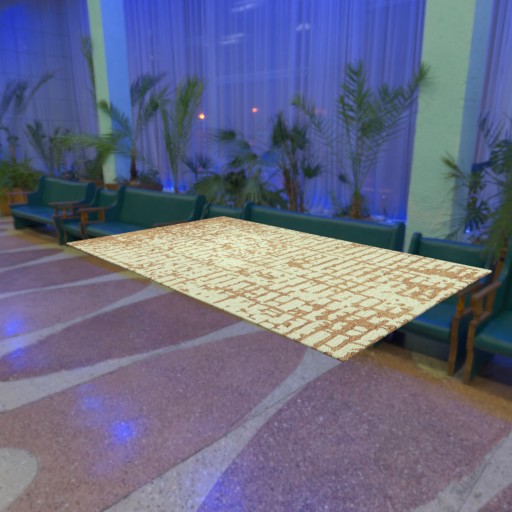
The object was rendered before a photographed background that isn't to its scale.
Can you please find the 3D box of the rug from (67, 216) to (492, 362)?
[{"bbox_3d":[0.000,0.000,2.938,1.517,0.011,2.435,-15,22,-43],"label":"rug"}]
